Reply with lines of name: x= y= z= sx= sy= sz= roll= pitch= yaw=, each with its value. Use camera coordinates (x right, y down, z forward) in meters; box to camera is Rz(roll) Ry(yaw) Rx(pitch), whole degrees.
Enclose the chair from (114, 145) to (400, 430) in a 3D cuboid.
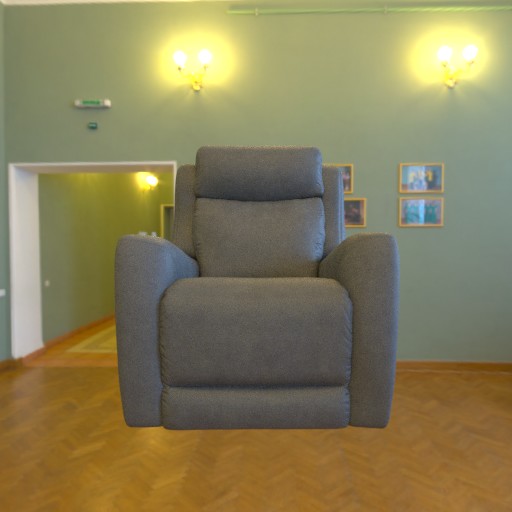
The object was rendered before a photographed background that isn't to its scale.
chair: x=0.000 y=0.000 z=1.924 sx=0.967 sy=1.116 sz=1.068 roll=0 pitch=2 yaw=1
